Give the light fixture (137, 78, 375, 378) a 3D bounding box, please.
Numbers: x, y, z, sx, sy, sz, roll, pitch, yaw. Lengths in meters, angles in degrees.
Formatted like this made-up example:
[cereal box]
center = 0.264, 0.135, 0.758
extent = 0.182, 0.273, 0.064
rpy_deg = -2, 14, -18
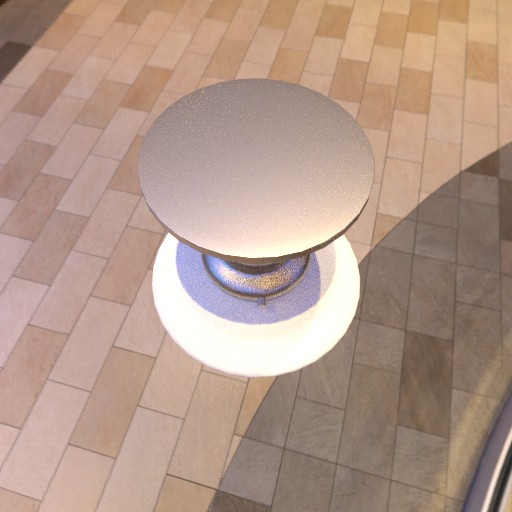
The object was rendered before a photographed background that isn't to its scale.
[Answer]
[light fixture]
center = 0.000, 0.000, 0.395
extent = 0.199, 0.254, 0.199
rpy_deg = 0, 59, 0
